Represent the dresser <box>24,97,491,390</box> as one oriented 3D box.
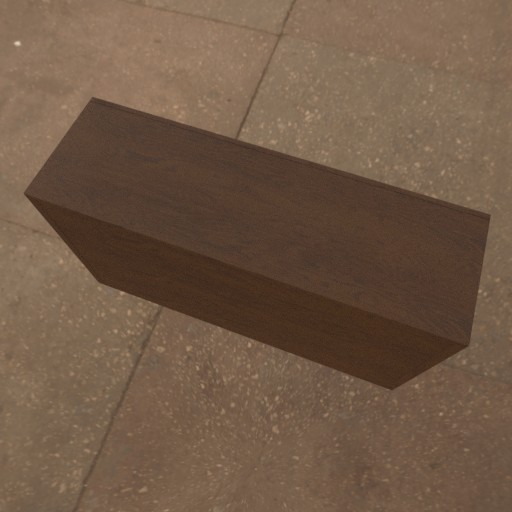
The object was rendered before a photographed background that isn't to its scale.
[{"bbox_3d":[0.000,0.000,1.917,1.523,0.889,0.512,19,66,9],"label":"dresser"}]
